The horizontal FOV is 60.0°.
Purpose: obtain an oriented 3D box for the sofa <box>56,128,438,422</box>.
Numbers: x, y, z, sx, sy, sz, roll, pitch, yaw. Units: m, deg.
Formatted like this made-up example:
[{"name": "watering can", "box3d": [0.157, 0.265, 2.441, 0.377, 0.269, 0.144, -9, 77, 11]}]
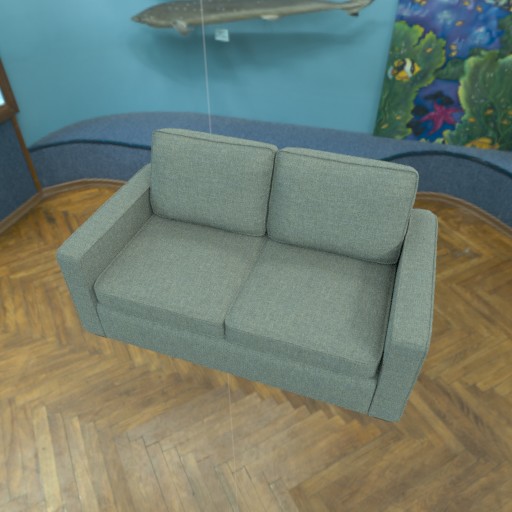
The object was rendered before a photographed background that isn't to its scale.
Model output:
[{"name": "sofa", "box3d": [0.000, 0.000, 2.271, 1.706, 0.915, 0.945, 13, 43, 14]}]
